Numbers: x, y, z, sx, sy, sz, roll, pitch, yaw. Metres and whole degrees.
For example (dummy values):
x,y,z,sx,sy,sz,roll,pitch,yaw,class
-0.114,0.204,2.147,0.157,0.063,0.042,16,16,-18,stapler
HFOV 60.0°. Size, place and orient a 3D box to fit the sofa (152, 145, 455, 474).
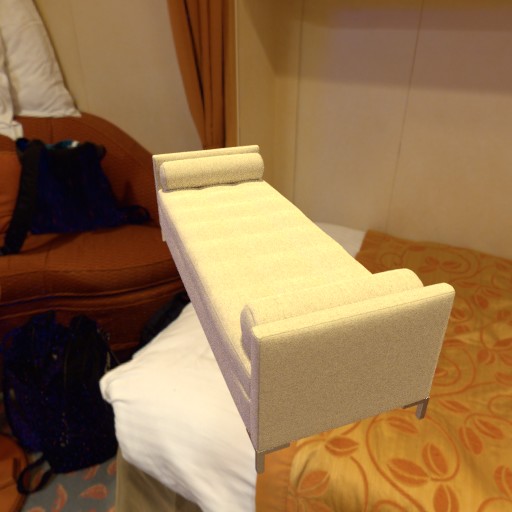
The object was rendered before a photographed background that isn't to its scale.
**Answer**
x,y,z,sx,sy,sz,roll,pitch,yaw,class
0.000,0.000,2.475,0.797,0.655,2.102,-10,31,-18,sofa
